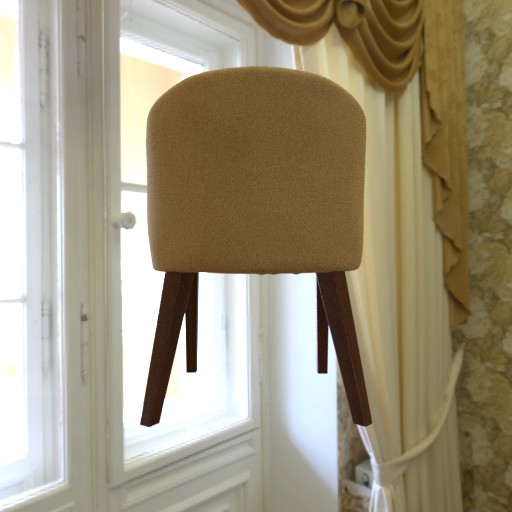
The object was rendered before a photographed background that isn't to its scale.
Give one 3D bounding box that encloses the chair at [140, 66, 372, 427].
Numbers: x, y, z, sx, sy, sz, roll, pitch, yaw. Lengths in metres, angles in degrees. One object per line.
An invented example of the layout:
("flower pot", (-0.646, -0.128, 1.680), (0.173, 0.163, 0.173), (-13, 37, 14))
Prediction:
("chair", (0.000, 0.000, 1.246), (0.583, 0.811, 0.655), (0, 1, 0))
